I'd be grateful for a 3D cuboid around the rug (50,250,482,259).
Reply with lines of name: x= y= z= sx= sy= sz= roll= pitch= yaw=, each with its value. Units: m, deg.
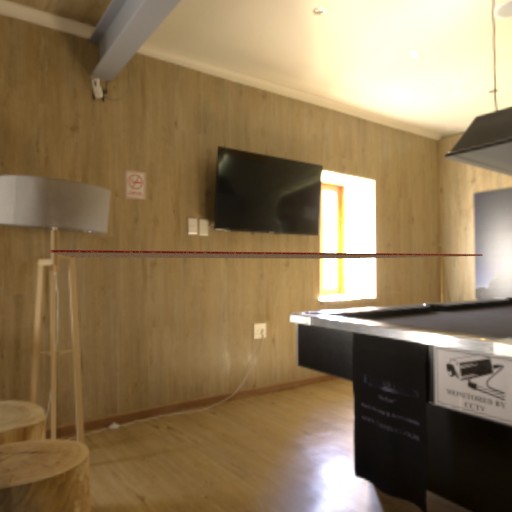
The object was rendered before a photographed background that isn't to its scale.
rug: x=0.000 y=0.000 z=3.049 sx=2.442 sy=0.010 sz=1.531 roll=0 pitch=-1 yaw=-20
